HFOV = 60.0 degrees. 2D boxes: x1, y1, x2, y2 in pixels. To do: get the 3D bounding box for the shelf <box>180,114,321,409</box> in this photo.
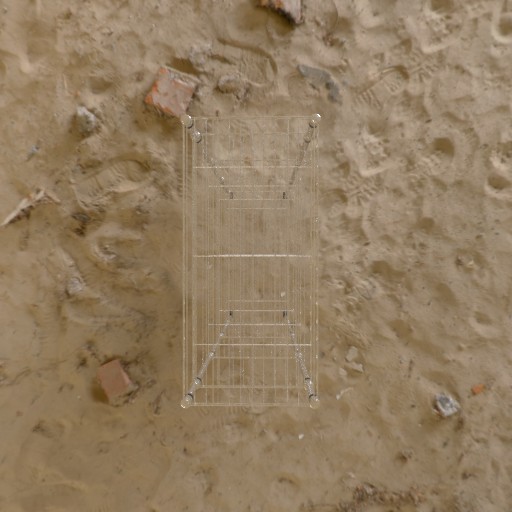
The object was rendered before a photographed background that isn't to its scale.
[{"bbox_3d":[0.000,0.000,1.907,0.356,1.587,0.762,0,90,1],"label":"shelf"}]
